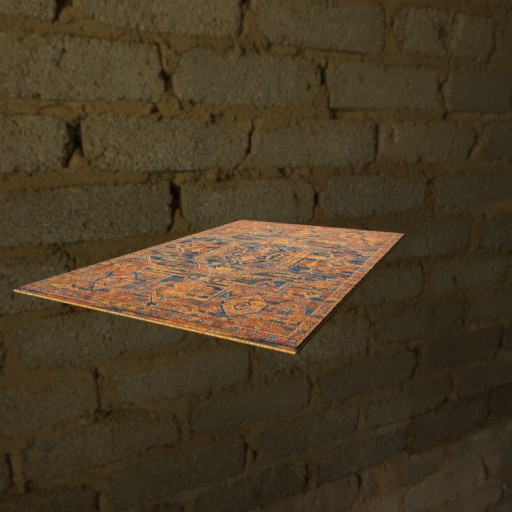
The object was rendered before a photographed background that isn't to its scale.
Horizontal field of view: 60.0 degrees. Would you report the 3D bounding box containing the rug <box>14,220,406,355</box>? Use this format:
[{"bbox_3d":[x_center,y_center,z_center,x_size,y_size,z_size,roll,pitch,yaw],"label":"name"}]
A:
[{"bbox_3d":[0.000,0.000,1.060,0.557,0.008,0.863,7,16,26],"label":"rug"}]
